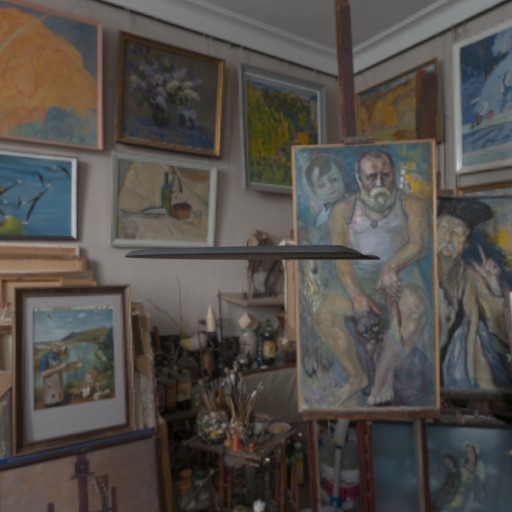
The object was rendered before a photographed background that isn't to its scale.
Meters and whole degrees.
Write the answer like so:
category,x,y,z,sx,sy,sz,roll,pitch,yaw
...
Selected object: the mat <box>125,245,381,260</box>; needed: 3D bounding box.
category,x,y,z,sx,sy,sz,roll,pitch,yaw
mat,0.000,0.000,1.807,0.917,0.022,1.525,0,-1,18
